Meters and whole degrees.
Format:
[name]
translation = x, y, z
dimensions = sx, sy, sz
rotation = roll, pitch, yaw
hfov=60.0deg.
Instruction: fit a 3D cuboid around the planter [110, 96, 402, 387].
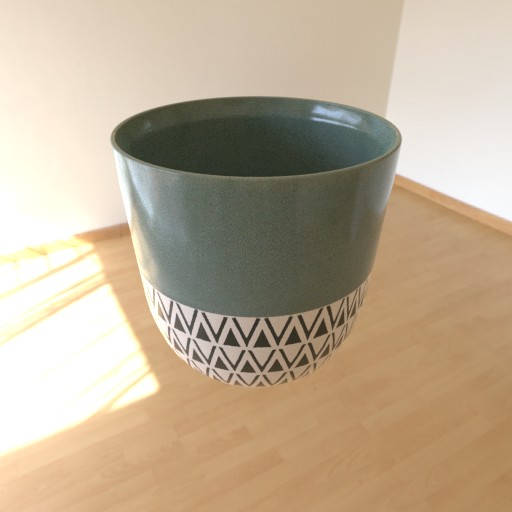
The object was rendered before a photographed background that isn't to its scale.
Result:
[planter]
translation = 0.000, 0.000, 0.367
dimensions = 0.198, 0.214, 0.198
rotation = 0, 32, 0
